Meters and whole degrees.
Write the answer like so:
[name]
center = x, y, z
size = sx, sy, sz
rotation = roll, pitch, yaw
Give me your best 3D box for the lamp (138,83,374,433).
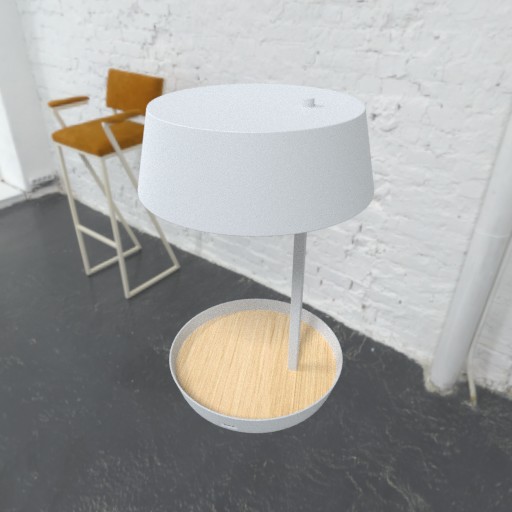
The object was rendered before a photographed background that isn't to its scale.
[lamp]
center = 0.000, 0.000, 0.615
size = 0.291, 0.429, 0.291
rotation = 0, 31, 0
